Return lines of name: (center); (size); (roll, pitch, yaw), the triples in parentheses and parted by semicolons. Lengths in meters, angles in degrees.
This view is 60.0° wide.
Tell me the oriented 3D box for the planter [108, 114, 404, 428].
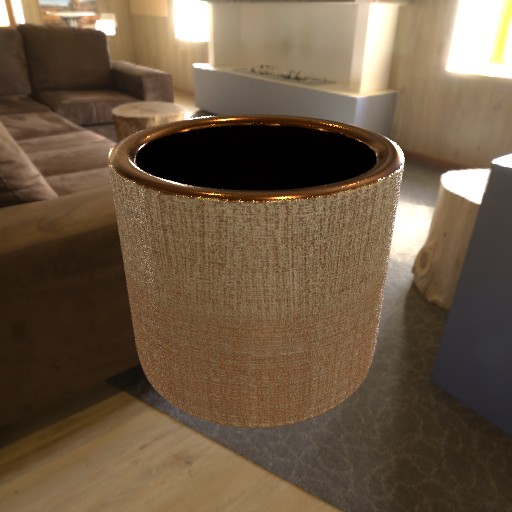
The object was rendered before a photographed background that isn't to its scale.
planter: (0.000, 0.000, 0.308); (0.177, 0.157, 0.177); (0, 30, 0)
